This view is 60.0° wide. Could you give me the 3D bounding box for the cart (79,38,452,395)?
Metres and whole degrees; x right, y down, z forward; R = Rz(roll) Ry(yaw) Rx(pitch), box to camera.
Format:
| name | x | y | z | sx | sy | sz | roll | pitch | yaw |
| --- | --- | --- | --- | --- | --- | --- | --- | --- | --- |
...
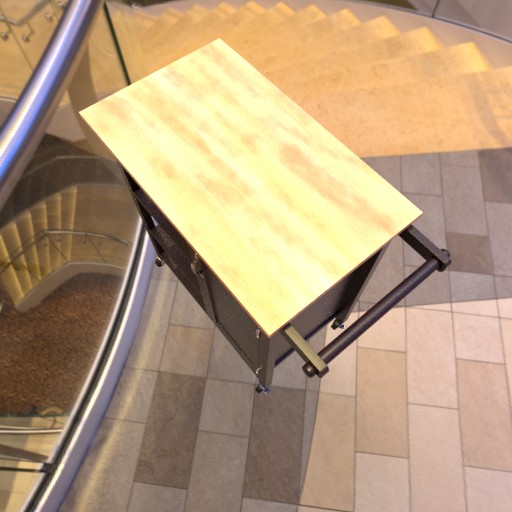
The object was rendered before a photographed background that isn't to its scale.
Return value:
| name | x | y | z | sx | sy | sz | roll | pitch | yaw |
| --- | --- | --- | --- | --- | --- | --- | --- | --- | --- |
| cart | 0.000 | 0.000 | 1.476 | 0.472 | 0.878 | 0.914 | -36 | 68 | -17 |
